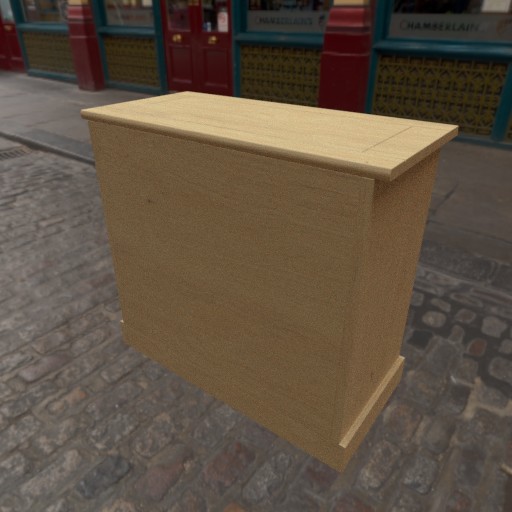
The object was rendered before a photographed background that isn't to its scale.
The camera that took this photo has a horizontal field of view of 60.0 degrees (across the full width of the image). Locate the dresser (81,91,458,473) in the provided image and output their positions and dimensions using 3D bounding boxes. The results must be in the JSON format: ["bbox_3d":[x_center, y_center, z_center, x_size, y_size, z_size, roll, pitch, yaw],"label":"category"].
[{"bbox_3d":[0.000,0.000,1.369,0.915,0.835,0.440,20,34,32],"label":"dresser"}]
